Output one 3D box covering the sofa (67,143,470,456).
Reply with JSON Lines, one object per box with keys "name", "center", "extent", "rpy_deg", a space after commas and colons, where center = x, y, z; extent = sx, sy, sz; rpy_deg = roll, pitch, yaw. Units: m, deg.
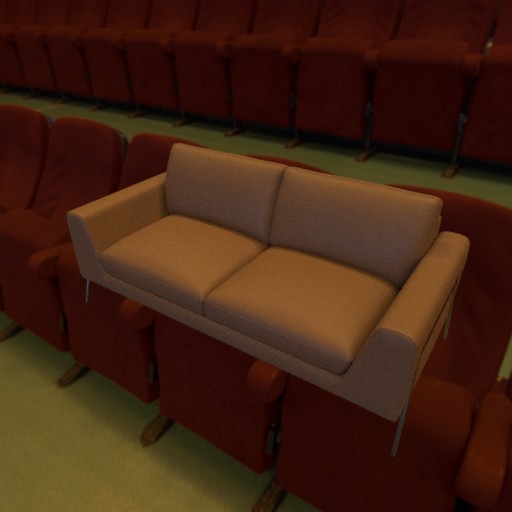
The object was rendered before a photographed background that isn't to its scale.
{"name": "sofa", "center": [0.000, 0.000, 2.468], "extent": [2.017, 0.875, 0.953], "rpy_deg": [18, 35, 28]}
